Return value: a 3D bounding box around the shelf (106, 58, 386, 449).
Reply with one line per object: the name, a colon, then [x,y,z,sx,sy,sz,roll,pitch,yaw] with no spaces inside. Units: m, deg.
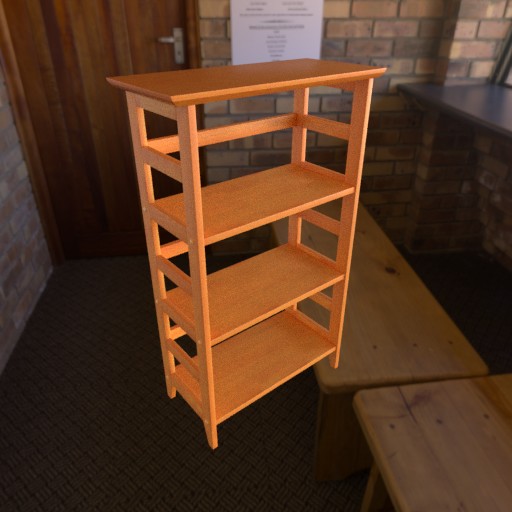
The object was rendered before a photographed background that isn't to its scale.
shelf: [0.000,0.000,1.382,0.660,1.067,0.305,-22,36,-33]
